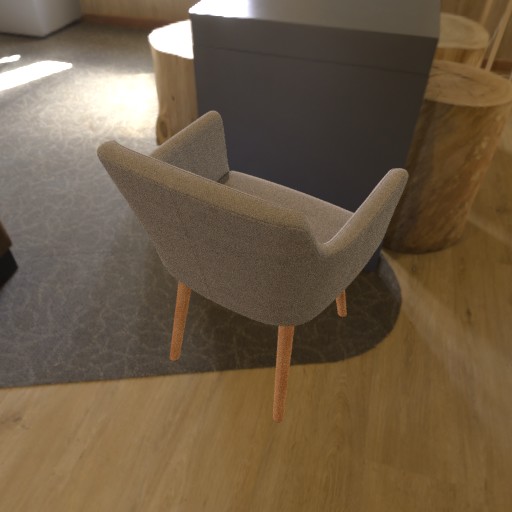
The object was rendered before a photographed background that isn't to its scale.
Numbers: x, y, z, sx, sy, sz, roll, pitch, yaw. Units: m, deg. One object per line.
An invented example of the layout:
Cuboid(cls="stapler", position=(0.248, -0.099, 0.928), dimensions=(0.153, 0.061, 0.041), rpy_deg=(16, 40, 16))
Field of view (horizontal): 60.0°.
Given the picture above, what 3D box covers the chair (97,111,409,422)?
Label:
Cuboid(cls="chair", position=(0.000, 0.000, 1.166), dimensions=(0.570, 0.780, 0.540), rpy_deg=(24, 49, 22))
